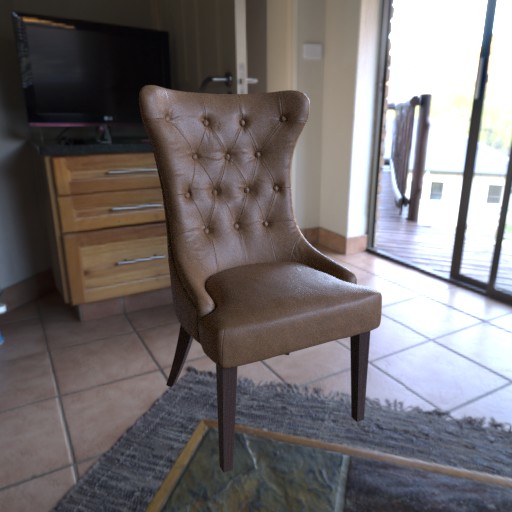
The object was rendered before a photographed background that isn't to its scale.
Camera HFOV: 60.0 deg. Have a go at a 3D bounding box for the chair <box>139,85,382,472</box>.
[{"bbox_3d":[0.000,0.000,1.462,0.611,1.065,0.669,-9,19,-26],"label":"chair"}]
